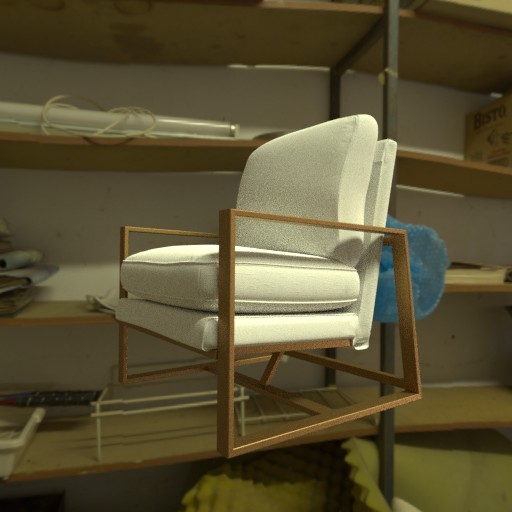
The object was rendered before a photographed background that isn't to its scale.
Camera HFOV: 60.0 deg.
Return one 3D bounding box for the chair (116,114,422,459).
[{"bbox_3d":[0.000,0.000,1.592,0.813,0.966,0.805,0,0,-36],"label":"chair"}]
